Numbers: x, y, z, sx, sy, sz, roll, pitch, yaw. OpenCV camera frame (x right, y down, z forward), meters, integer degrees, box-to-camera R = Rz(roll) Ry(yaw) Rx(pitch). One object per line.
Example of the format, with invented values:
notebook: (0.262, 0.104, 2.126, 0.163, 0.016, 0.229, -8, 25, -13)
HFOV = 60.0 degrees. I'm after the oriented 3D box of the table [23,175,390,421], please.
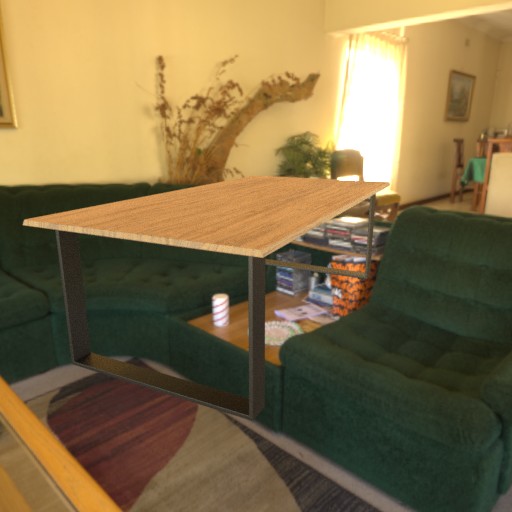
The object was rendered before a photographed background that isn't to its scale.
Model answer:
table: (0.000, 0.000, 1.634, 0.693, 0.445, 1.331, 8, 17, 25)
